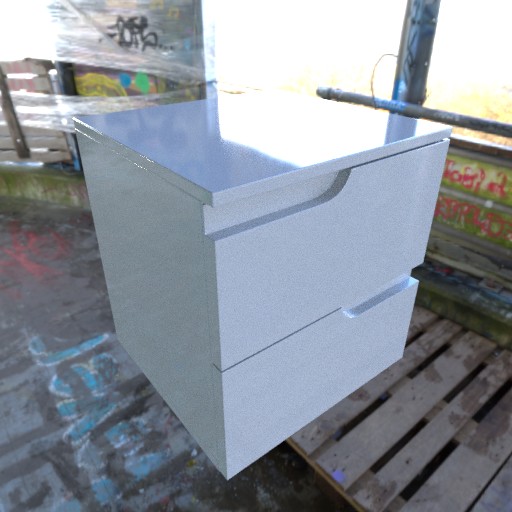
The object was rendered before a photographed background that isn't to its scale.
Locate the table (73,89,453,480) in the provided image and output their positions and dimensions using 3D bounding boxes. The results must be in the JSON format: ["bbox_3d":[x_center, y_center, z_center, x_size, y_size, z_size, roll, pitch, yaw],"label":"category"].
[{"bbox_3d":[0.000,0.000,0.791,0.420,0.470,0.400,-21,36,-32],"label":"table"}]
